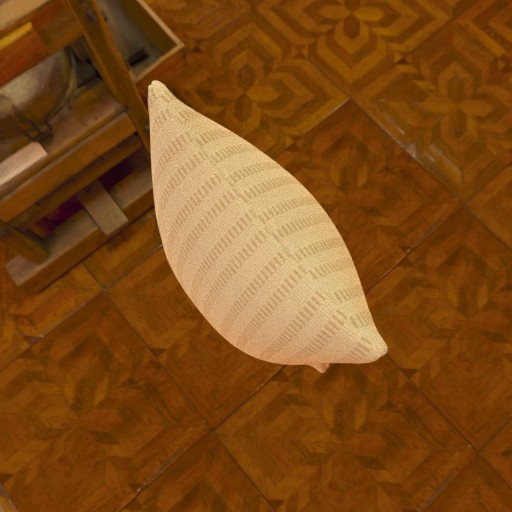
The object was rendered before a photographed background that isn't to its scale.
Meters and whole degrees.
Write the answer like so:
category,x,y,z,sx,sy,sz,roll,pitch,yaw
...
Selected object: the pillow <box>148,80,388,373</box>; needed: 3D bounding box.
category,x,y,z,sx,sy,sz,roll,pitch,yaw
pillow,0.000,0.000,0.709,0.247,0.419,0.438,-37,77,-10
